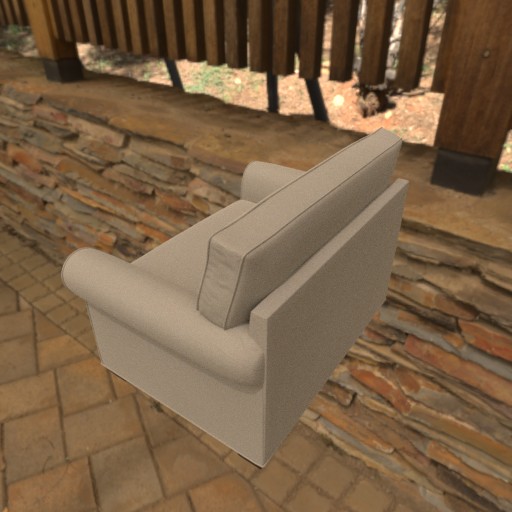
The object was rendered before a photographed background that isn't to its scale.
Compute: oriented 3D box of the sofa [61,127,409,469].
[{"bbox_3d":[0.000,0.000,2.063,0.937,1.006,1.405,20,38,29],"label":"sofa"}]
